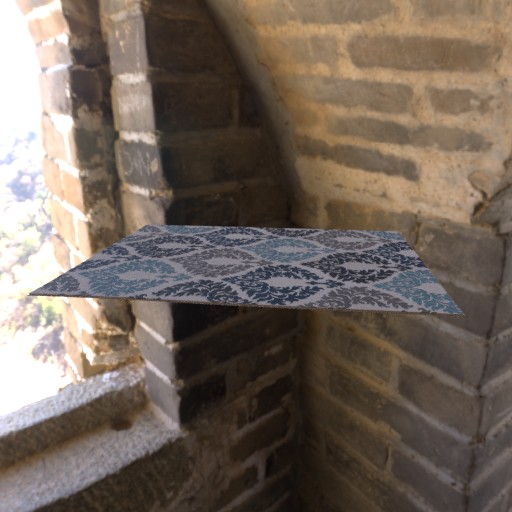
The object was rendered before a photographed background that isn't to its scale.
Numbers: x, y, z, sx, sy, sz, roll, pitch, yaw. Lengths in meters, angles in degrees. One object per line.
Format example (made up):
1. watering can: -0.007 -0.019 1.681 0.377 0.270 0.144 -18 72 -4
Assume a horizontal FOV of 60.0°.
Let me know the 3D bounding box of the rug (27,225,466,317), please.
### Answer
1. rug: 0.000 0.000 4.175 3.040 0.014 2.423 2 16 7
